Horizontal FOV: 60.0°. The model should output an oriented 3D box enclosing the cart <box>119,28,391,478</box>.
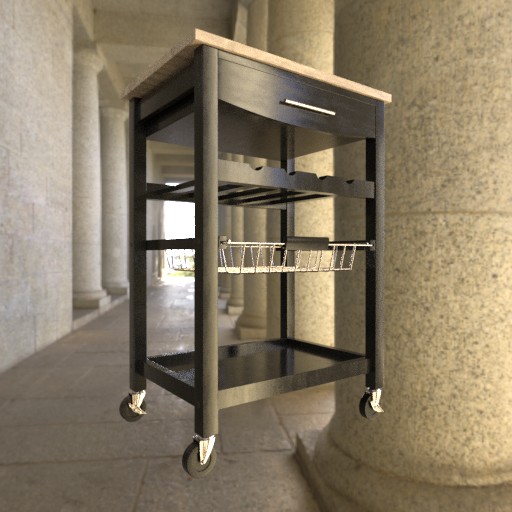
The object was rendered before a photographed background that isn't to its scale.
[{"bbox_3d":[0.000,0.000,1.139,0.584,0.839,0.403,0,0,-36],"label":"cart"}]
